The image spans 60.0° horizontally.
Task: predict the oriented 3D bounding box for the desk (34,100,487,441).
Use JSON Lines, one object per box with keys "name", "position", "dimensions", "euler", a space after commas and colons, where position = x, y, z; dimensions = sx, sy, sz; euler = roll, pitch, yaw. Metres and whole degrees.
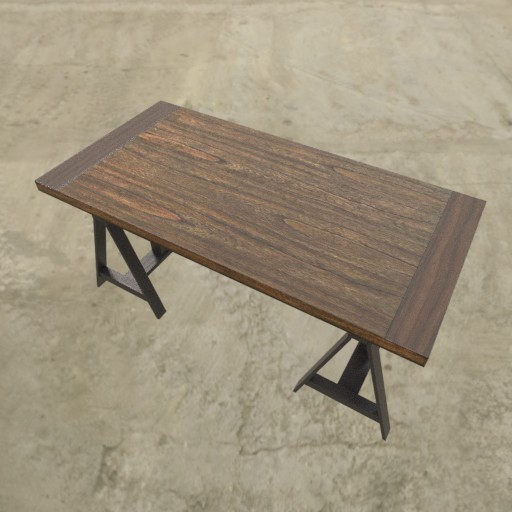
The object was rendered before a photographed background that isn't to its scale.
{"name": "desk", "position": [0.000, 0.000, 1.931], "dimensions": [1.543, 0.725, 0.784], "euler": [23, 50, 21]}
